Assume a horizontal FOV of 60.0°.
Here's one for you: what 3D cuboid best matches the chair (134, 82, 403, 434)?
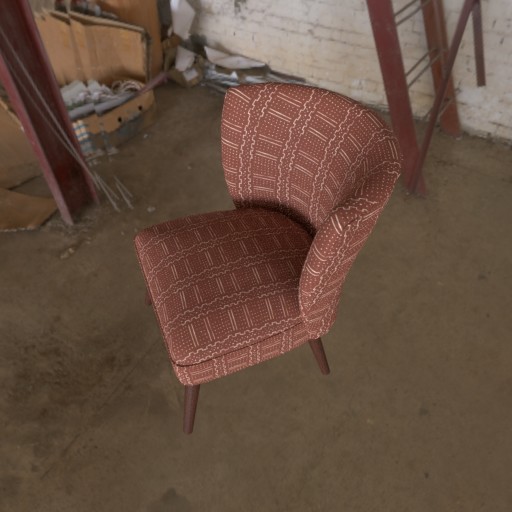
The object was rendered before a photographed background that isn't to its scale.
[{"bbox_3d":[0.000,0.000,1.448,0.758,0.866,0.706,-17,49,-15],"label":"chair"}]
